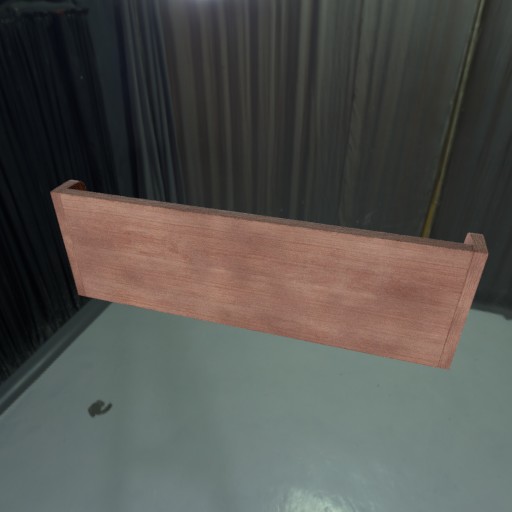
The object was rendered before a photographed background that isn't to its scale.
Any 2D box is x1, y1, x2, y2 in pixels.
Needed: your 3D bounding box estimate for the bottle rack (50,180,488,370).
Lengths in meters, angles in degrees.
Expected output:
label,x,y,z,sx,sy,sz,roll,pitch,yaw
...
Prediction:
label,x,y,z,sx,sy,sz,roll,pitch,yaw
bottle rack,0.000,0.000,0.698,0.608,0.196,0.126,9,34,14
